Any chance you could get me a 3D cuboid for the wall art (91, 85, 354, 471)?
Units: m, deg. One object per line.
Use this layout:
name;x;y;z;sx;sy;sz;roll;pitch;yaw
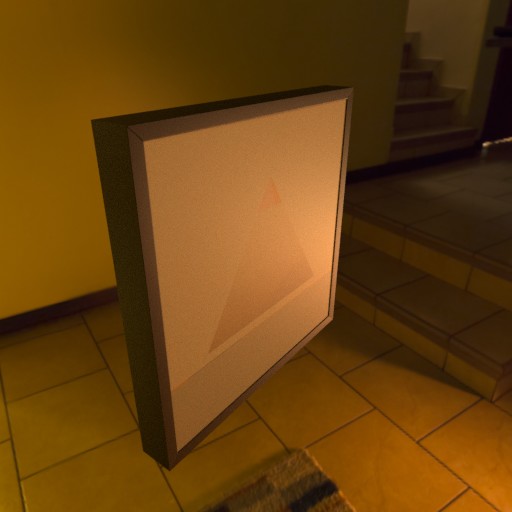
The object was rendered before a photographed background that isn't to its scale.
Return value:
wall art;0.000;0.000;0.451;0.037;0.303;0.304;18;32;33
